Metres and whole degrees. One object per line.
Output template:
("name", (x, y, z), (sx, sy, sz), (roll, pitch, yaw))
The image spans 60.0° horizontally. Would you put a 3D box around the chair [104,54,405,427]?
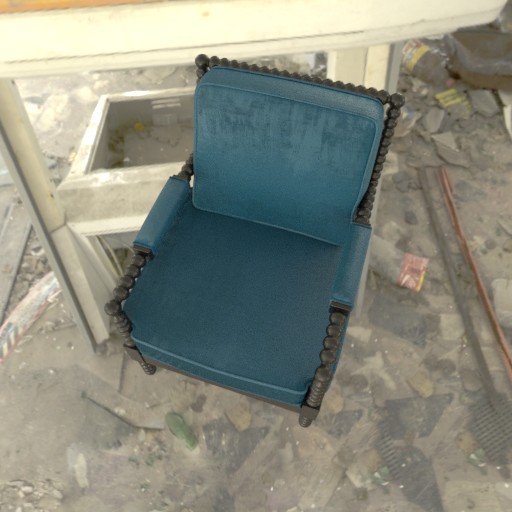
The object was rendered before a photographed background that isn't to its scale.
("chair", (0.000, 0.000, 1.448), (0.688, 0.857, 0.805), (15, 59, 10))
